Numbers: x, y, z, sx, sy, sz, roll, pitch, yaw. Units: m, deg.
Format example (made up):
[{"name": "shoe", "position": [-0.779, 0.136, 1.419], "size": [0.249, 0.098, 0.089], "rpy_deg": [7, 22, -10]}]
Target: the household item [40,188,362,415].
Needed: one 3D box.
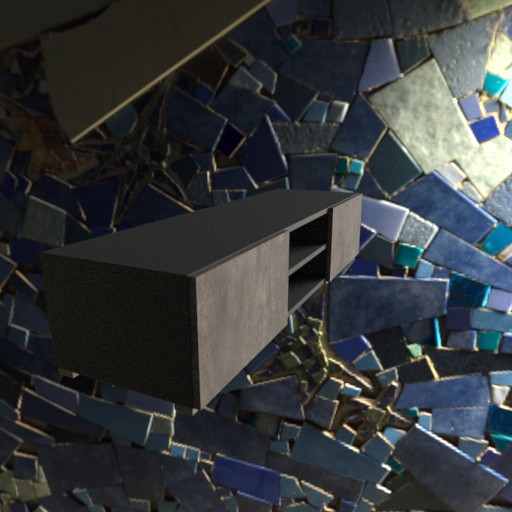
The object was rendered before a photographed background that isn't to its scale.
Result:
[{"name": "household item", "position": [0.000, 0.000, 1.570], "size": [0.420, 0.310, 1.400], "rpy_deg": [7, 17, 25]}]
